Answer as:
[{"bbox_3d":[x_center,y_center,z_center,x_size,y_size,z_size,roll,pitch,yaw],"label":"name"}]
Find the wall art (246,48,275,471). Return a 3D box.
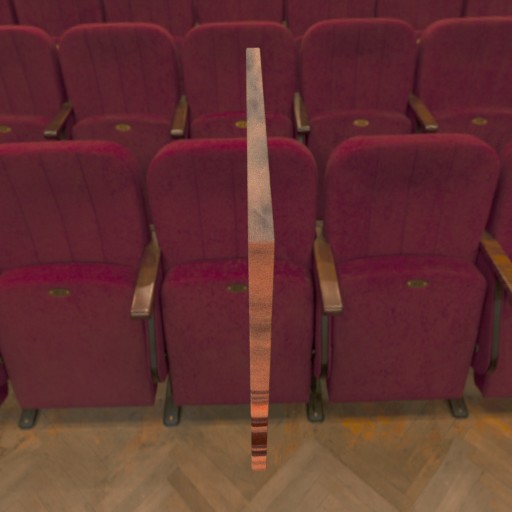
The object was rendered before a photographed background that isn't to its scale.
[{"bbox_3d":[0.000,0.000,1.104,0.035,0.747,0.747,-1,43,-1],"label":"wall art"}]
